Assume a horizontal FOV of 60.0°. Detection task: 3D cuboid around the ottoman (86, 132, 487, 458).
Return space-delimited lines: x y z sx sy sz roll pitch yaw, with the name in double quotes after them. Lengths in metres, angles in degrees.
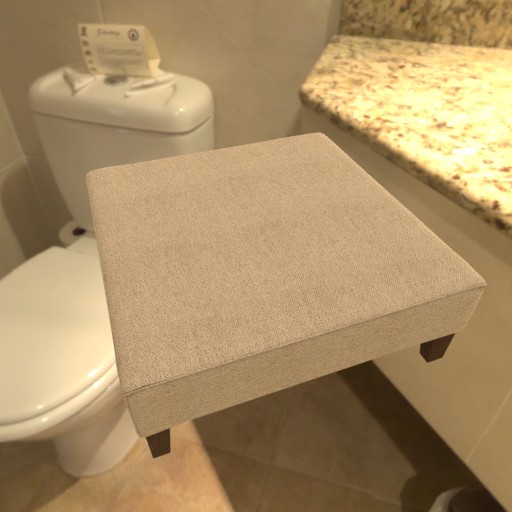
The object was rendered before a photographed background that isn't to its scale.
0.000 0.000 1.491 0.973 0.381 0.982 -14 43 -15 "ottoman"
